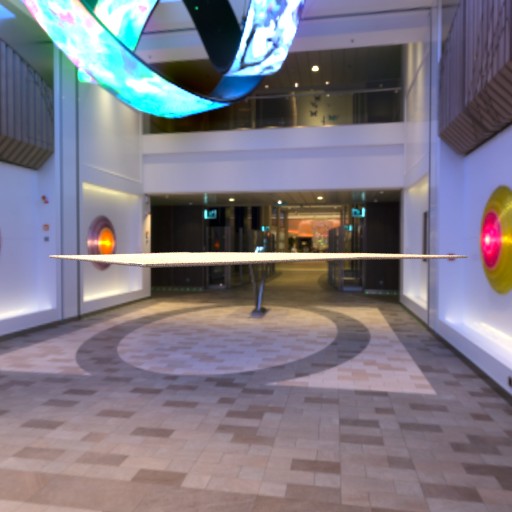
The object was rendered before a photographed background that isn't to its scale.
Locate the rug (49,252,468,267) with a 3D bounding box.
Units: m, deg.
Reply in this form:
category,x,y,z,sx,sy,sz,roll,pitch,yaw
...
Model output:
category,x,y,z,sx,sy,sz,roll,pitch,yaw
rug,0.000,0.000,4.292,3.245,0.046,2.467,-1,2,-36
